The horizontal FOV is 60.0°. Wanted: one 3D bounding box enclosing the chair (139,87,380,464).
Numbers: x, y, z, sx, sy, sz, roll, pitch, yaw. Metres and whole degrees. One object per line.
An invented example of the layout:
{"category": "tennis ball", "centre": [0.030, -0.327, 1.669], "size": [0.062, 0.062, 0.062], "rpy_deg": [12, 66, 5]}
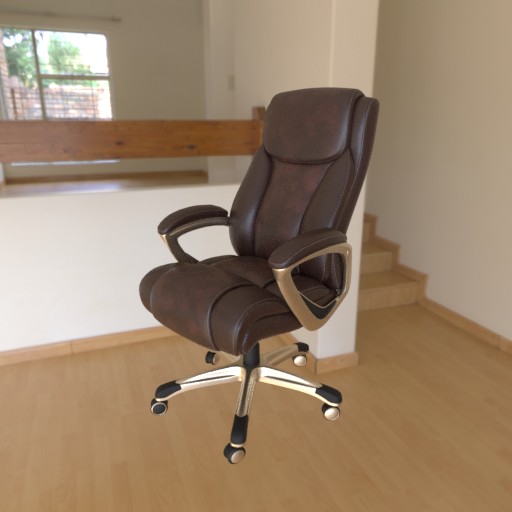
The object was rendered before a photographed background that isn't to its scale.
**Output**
{"category": "chair", "centre": [0.000, 0.000, 1.638], "size": [0.692, 1.194, 0.749], "rpy_deg": [16, 23, 42]}
